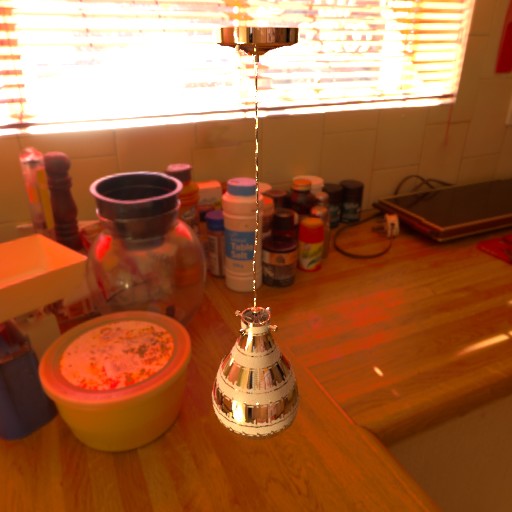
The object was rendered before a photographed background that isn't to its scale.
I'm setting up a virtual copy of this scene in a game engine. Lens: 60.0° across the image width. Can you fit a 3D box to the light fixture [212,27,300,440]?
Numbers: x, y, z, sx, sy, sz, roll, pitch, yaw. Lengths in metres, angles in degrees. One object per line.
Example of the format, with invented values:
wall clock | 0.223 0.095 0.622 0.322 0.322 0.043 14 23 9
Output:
light fixture | 0.000 0.000 1.592 0.374 1.457 0.374 17 31 31
